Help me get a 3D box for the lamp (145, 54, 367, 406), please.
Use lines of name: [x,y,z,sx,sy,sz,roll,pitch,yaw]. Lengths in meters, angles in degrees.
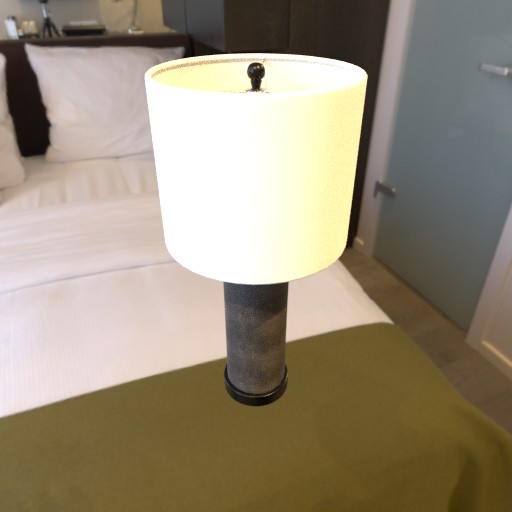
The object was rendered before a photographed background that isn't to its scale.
lamp: [0.000,0.000,0.782,0.305,0.634,0.305,22,38,31]
